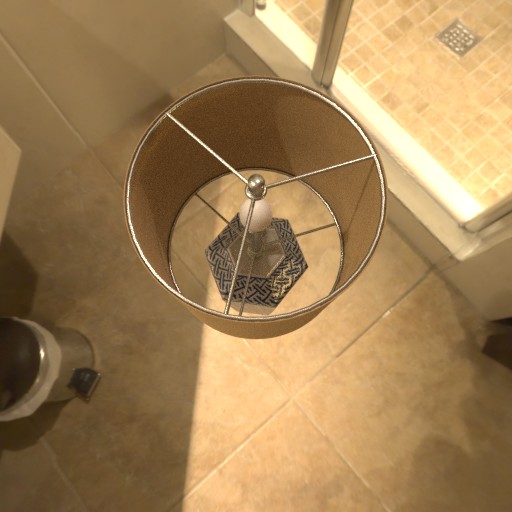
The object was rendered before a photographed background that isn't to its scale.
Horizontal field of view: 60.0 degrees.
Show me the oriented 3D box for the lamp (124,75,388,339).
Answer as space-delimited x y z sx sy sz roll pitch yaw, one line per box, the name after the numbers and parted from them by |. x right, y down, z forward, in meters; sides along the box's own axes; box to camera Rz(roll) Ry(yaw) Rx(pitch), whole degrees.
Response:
0.000 0.000 0.847 0.320 0.682 0.320 12 76 3 | lamp
